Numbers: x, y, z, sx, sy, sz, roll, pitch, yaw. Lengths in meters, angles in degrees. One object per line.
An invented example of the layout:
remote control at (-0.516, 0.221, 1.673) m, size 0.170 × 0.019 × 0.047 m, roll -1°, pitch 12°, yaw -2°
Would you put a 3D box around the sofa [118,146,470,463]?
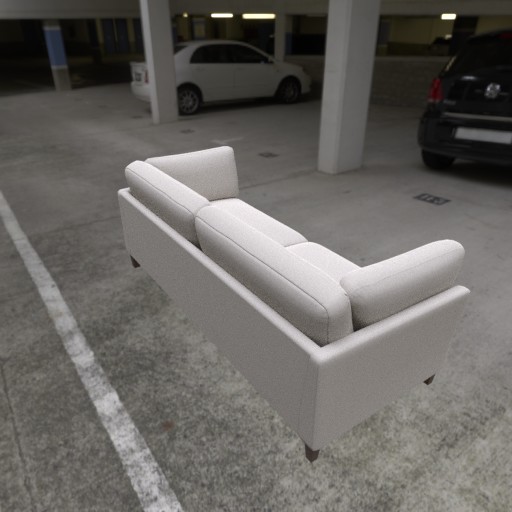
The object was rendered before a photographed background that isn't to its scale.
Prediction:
sofa at (0.000, 0.000, 2.791) m, size 0.957 × 0.863 × 2.301 m, roll -18°, pitch 34°, yaw -30°
